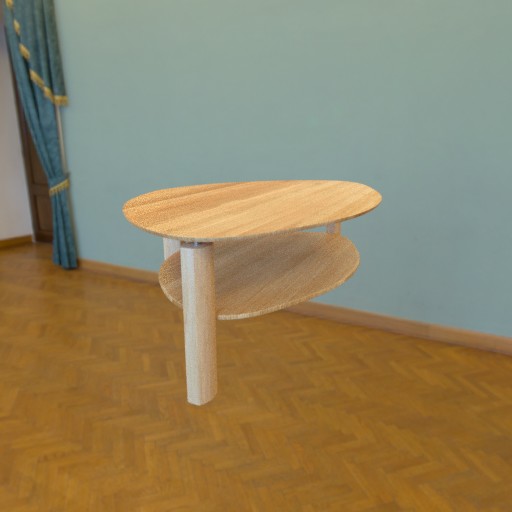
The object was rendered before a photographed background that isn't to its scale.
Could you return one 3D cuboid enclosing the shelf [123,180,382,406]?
[{"bbox_3d":[0.000,0.000,1.632,0.845,0.440,1.246,8,18,25],"label":"shelf"}]
